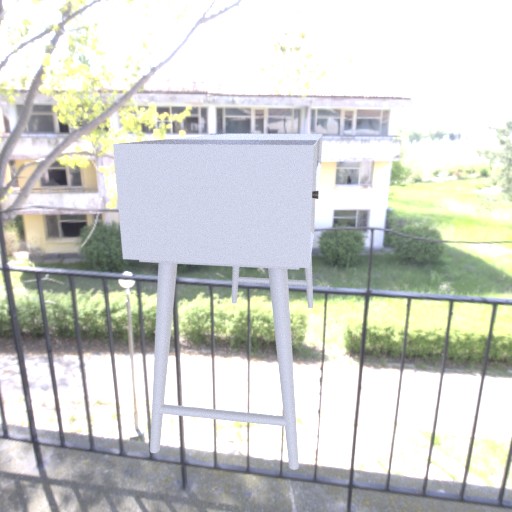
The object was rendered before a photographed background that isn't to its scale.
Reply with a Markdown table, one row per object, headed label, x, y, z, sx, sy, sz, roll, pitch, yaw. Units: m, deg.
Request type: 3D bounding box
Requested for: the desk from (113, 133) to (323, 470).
| label | x | y | z | sx | sy | sz | roll | pitch | yaw |
| --- | --- | --- | --- | --- | --- | --- | --- | --- | --- |
| desk | 0.000 | 0.000 | 1.468 | 0.409 | 0.761 | 1.069 | 3 | 17 | 9 |
